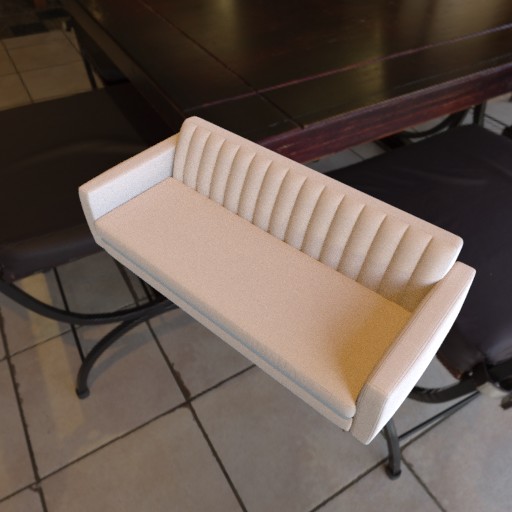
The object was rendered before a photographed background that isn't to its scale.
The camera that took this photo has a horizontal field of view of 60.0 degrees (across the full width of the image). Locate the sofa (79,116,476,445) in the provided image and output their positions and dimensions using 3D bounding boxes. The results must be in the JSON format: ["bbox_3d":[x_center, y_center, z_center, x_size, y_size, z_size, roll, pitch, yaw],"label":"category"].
[{"bbox_3d":[0.000,0.000,2.742,2.291,0.821,0.990,31,53,27],"label":"sofa"}]
